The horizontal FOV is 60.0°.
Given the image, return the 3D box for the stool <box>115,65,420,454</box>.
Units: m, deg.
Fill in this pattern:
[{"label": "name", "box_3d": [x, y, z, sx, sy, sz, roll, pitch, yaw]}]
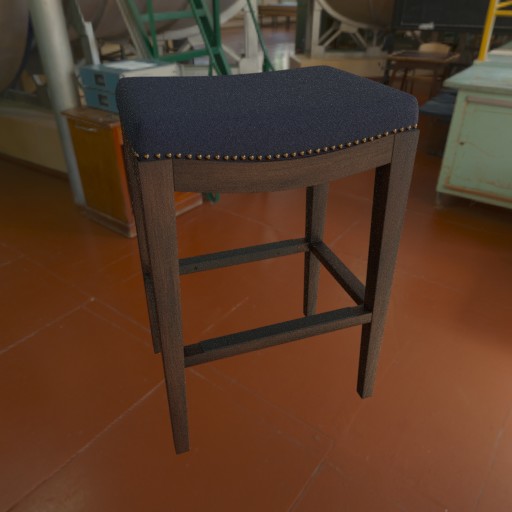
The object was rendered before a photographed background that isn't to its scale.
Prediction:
[{"label": "stool", "box_3d": [0.000, 0.000, 1.000, 0.498, 0.740, 0.358, -10, 34, -16]}]
